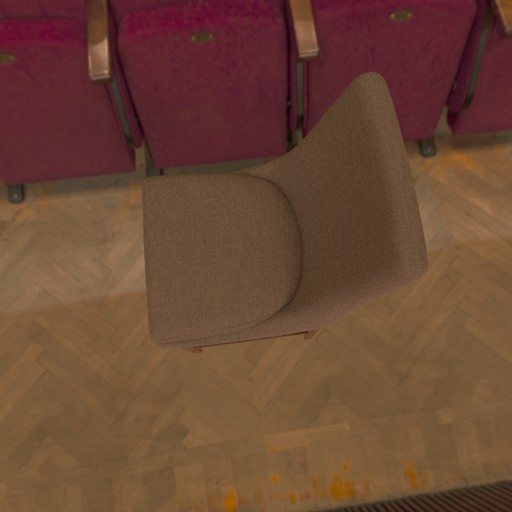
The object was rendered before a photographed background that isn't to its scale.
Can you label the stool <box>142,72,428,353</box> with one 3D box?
[{"bbox_3d":[0.000,0.000,1.255,0.577,0.981,0.470,-6,74,-2],"label":"stool"}]
